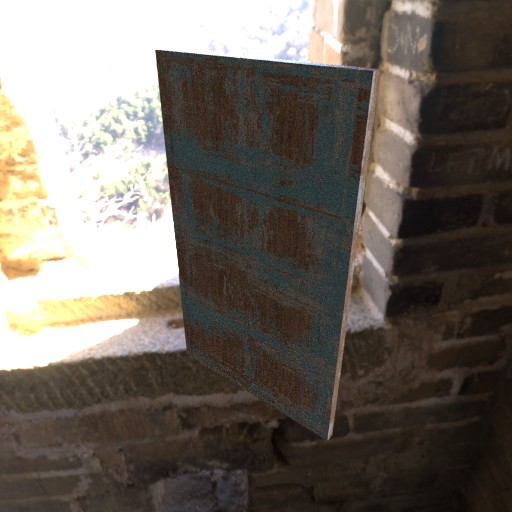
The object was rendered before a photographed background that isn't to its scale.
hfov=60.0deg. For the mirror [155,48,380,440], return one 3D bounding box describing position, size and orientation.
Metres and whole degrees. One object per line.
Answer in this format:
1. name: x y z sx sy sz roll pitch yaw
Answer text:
1. mirror: 0.000 0.000 1.472 0.707 1.213 0.083 22 37 32
